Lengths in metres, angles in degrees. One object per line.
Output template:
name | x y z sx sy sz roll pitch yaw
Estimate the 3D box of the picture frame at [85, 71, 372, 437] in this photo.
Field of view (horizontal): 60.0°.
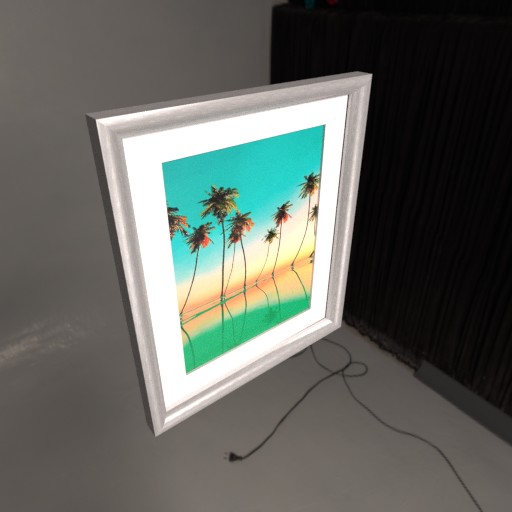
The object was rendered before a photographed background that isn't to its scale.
picture frame | 0.000 0.000 0.531 0.327 0.378 0.027 -22 38 -32
